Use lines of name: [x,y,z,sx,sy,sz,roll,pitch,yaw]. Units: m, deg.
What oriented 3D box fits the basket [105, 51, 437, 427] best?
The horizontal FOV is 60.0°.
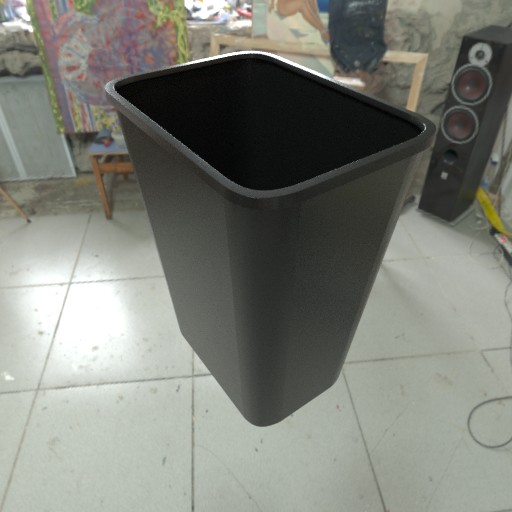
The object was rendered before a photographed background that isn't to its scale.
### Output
basket: [0.000,0.000,0.741,0.287,0.521,0.394,-25,46,-26]
